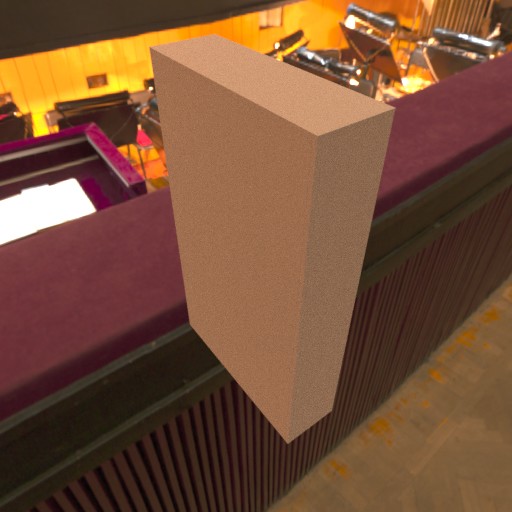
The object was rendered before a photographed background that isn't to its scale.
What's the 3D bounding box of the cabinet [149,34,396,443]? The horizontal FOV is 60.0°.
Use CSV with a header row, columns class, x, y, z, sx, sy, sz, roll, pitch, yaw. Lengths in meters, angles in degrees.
class,x,y,z,sx,sy,sz,roll,pitch,yaw
cabinet,0.000,0.000,1.587,0.250,1.280,0.750,-26,47,-27
